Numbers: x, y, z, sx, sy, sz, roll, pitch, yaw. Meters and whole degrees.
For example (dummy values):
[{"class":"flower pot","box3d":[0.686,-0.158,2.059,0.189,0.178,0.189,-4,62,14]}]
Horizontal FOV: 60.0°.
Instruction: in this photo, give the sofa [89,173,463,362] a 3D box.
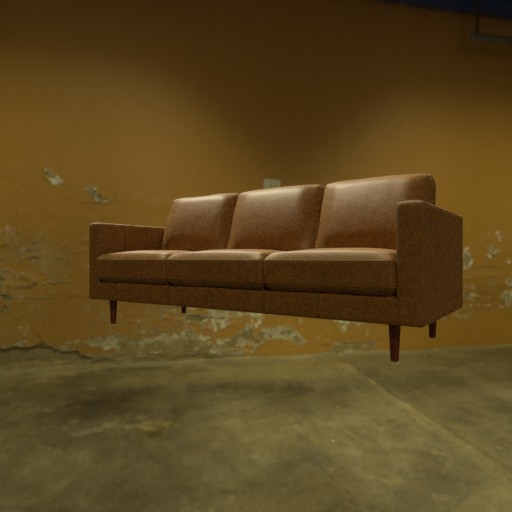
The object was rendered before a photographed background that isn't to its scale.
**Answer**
[{"class":"sofa","box3d":[0.000,0.000,2.772,2.231,0.930,0.903,0,0,35]}]
